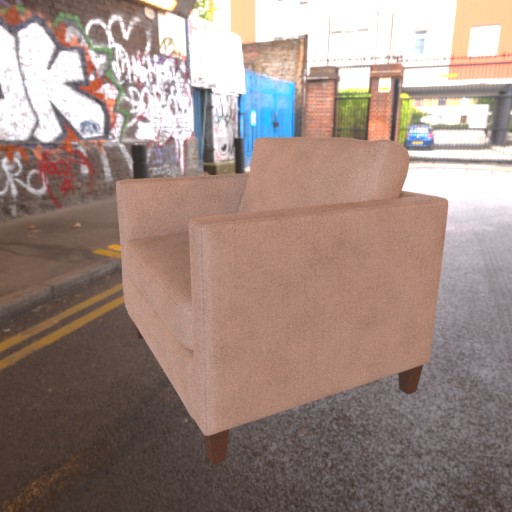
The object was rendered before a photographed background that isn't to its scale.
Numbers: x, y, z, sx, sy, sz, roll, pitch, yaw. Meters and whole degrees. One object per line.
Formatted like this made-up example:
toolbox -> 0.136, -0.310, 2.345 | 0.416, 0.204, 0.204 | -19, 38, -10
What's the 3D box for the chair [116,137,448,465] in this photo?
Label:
chair -> 0.000, 0.000, 1.855 | 0.959, 0.961, 1.133 | -8, 18, -26
